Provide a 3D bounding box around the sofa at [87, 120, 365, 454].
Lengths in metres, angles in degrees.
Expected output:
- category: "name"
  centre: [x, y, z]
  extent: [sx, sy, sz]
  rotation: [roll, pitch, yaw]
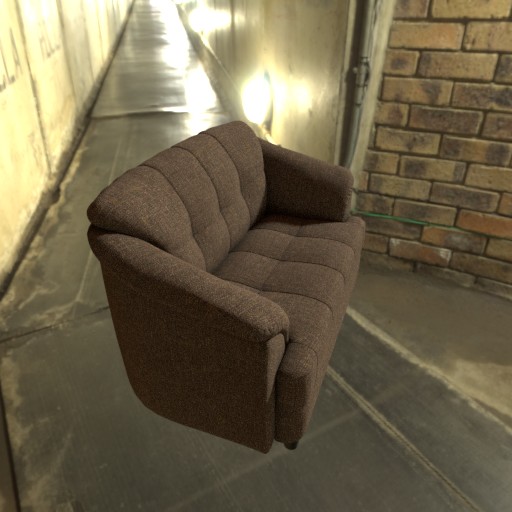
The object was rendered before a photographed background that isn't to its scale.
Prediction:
- category: "sofa"
  centre: [0.000, 0.000, 1.934]
  extent: [0.799, 0.895, 1.404]
  rotation: [11, 32, 18]
